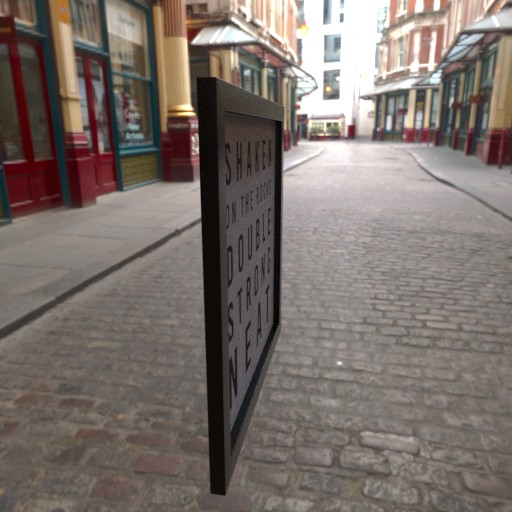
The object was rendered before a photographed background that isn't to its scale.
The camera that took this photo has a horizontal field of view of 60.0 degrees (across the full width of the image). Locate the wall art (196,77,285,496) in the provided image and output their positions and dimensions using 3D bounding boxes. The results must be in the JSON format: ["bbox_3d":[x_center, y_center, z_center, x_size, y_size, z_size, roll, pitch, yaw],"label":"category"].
[{"bbox_3d":[0.000,0.000,0.515,0.014,0.349,0.349,3,16,11],"label":"wall art"}]
